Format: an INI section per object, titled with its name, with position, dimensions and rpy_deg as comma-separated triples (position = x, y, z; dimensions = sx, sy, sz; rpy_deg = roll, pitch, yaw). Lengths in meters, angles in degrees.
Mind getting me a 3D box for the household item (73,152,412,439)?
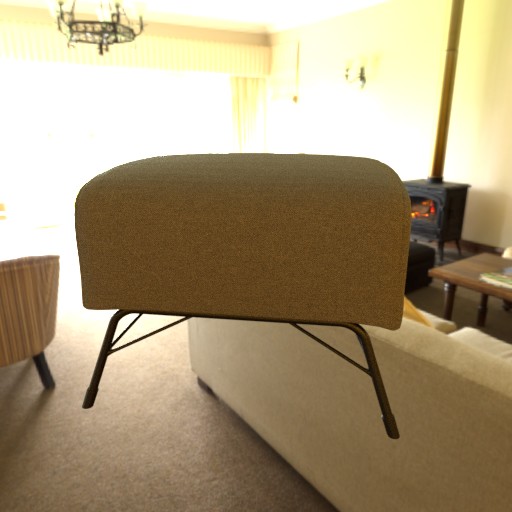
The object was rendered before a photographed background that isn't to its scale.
[household item]
position = 0.000, 0.000, 0.912
dimensions = 0.530, 0.410, 0.530
rpy_deg = 2, 17, 8
